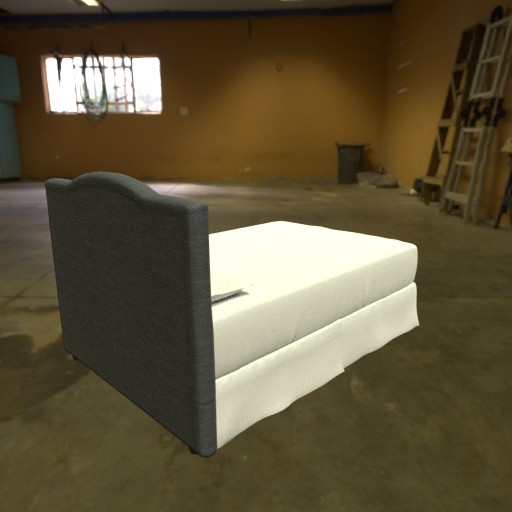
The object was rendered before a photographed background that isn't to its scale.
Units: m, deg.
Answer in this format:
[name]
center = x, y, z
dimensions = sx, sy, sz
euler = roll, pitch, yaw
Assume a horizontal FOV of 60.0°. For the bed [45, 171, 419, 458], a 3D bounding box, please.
[bed]
center = 0.000, 0.000, 3.519
dimensions = 1.747, 1.441, 2.507
euler = 15, 21, 43
